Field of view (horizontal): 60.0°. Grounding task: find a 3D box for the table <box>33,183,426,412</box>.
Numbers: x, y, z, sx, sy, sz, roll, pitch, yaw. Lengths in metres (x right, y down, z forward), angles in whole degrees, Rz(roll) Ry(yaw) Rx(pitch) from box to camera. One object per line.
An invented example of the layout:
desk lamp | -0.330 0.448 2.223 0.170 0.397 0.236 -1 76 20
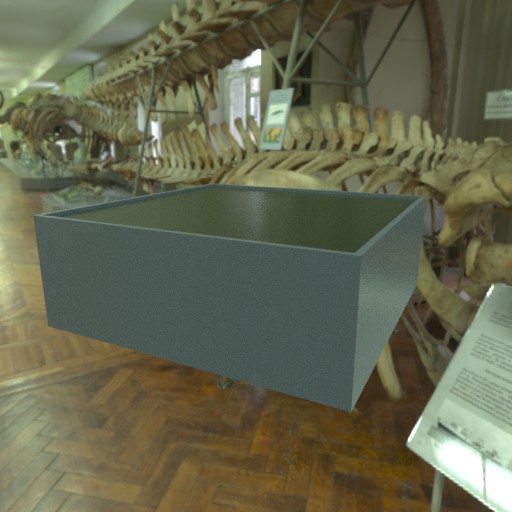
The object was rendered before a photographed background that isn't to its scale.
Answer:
table | 0.000 0.000 1.279 0.801 0.299 0.801 8 17 26
